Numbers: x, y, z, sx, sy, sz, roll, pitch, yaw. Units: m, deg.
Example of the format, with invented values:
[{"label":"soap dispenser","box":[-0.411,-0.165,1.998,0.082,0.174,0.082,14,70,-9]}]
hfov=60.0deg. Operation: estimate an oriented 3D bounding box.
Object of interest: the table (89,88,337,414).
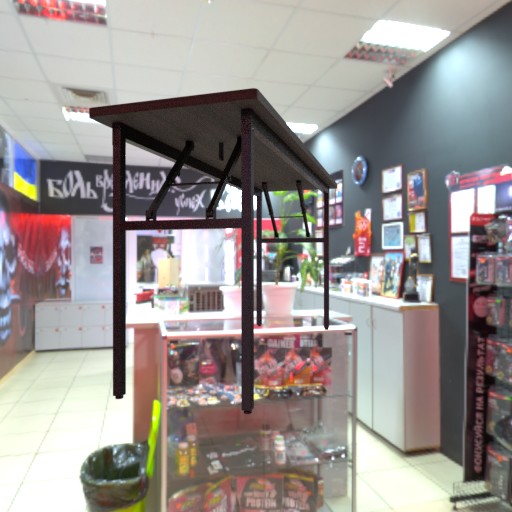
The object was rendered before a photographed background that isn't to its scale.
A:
[{"label":"table","box":[0.000,0.000,1.718,0.449,0.750,1.399,0,0,18]}]
